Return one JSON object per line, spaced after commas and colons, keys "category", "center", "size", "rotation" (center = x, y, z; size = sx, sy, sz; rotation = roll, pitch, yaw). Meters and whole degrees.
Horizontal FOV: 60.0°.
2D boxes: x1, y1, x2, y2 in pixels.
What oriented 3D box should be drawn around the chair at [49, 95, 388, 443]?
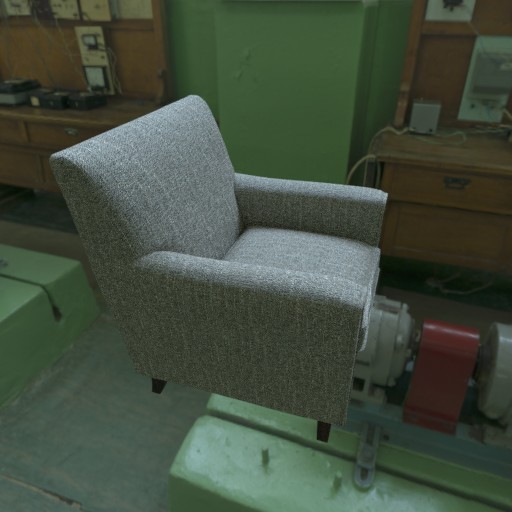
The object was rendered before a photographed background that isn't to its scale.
{"category": "chair", "center": [0.000, 0.000, 1.621], "size": [0.873, 0.928, 0.864], "rotation": [10, 32, 16]}
